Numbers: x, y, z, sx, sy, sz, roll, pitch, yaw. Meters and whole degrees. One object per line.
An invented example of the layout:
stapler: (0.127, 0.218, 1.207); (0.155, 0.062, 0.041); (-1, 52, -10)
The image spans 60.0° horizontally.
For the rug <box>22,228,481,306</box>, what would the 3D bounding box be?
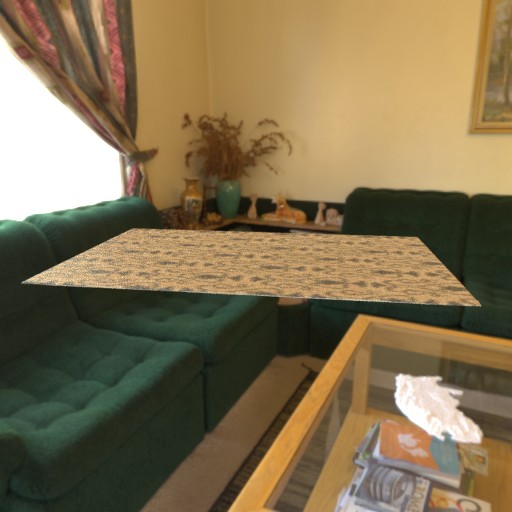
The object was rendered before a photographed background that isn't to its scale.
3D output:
rug: (0.000, 0.000, 2.062); (1.652, 0.006, 1.035); (2, 15, 8)
